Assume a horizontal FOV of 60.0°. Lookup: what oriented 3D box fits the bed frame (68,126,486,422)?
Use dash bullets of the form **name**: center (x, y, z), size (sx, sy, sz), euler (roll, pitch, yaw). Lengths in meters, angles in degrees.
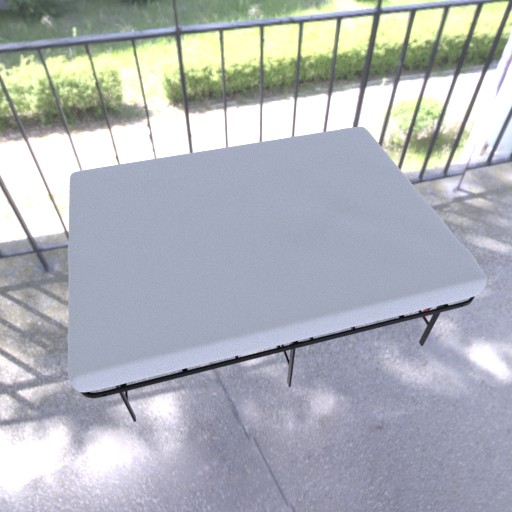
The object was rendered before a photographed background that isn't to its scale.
- **bed frame**: center (0.000, 0.000, 2.515), size (1.905, 0.637, 1.372), euler (-12, 49, -10)
